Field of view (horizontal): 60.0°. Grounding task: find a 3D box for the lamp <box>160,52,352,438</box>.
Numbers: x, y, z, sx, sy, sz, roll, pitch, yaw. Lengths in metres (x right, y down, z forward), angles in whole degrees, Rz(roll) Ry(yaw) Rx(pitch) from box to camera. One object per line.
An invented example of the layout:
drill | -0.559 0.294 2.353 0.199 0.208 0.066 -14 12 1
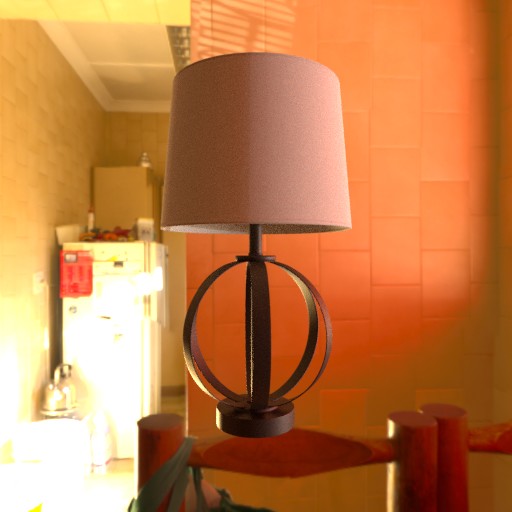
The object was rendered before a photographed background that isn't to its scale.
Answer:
lamp | 0.000 0.000 0.680 0.286 0.510 0.286 0 0 0
